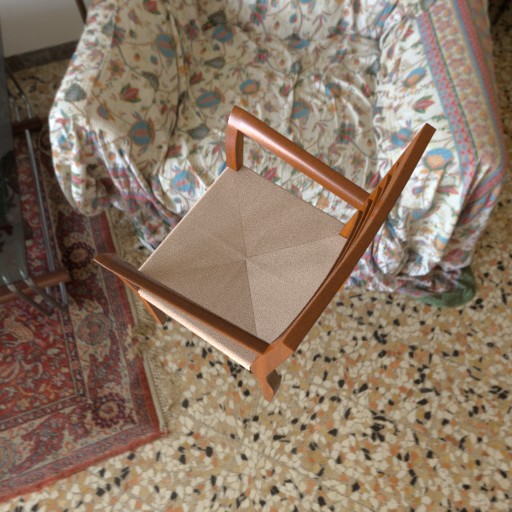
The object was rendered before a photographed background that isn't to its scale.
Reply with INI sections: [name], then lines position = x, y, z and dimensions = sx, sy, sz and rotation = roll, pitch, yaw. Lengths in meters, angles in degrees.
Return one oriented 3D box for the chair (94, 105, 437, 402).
[chair]
position = 0.000, 0.000, 1.250
dimensions = 0.540, 0.855, 0.587
rotation = 31, 68, 14
